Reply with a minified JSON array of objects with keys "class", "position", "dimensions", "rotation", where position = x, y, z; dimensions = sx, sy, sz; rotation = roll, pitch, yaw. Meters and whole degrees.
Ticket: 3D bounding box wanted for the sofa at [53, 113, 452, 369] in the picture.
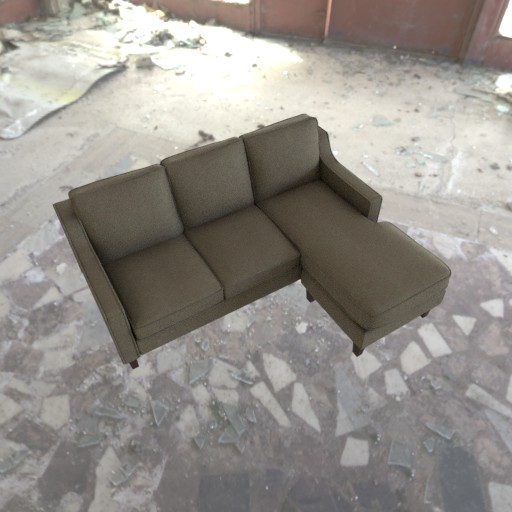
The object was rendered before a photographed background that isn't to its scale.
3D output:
[{"class":"sofa","position":[0.000,0.000,3.312],"dimensions":[2.317,1.081,1.858],"rotation":[-24,51,-21]}]
